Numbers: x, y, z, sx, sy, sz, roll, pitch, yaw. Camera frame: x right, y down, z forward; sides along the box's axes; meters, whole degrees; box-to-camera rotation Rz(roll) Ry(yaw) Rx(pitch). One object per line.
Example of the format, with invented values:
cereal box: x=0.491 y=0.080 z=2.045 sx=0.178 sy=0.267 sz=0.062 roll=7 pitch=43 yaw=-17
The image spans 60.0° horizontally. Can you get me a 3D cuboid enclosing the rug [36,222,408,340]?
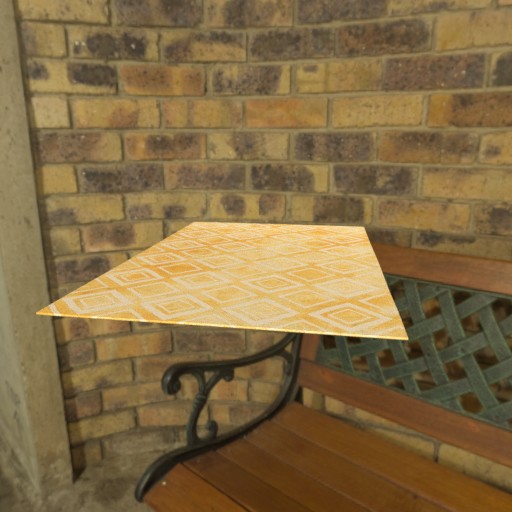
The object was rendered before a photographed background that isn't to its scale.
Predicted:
rug: x=0.000 y=0.000 z=2.273 sx=1.213 sy=0.010 sz=1.829 roll=2 pitch=14 yaw=9
